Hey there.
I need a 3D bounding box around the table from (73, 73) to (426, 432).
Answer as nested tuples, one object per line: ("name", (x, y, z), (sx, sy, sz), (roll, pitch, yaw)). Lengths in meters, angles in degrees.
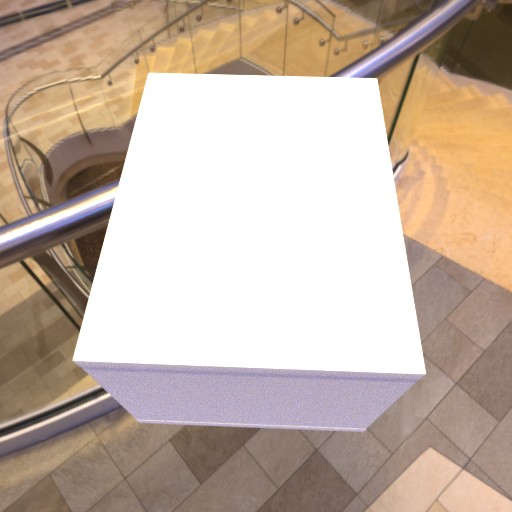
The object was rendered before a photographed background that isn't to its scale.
("table", (0.000, 0.000, 0.785), (0.399, 0.357, 0.517), (2, 58, 1))
